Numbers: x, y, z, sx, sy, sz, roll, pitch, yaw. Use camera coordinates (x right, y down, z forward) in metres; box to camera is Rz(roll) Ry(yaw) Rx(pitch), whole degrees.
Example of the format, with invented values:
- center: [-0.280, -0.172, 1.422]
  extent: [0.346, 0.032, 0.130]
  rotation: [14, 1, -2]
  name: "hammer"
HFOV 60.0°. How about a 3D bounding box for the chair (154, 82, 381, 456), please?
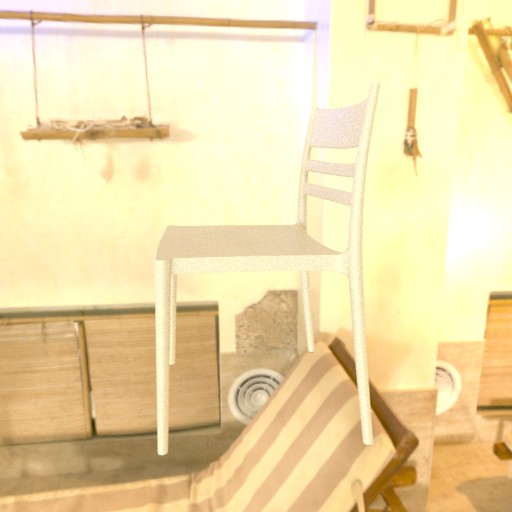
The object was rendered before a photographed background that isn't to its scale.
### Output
- center: [0.000, 0.000, 1.164]
  extent: [0.511, 0.800, 0.531]
  rotation: [-2, 13, -8]
  name: "chair"
